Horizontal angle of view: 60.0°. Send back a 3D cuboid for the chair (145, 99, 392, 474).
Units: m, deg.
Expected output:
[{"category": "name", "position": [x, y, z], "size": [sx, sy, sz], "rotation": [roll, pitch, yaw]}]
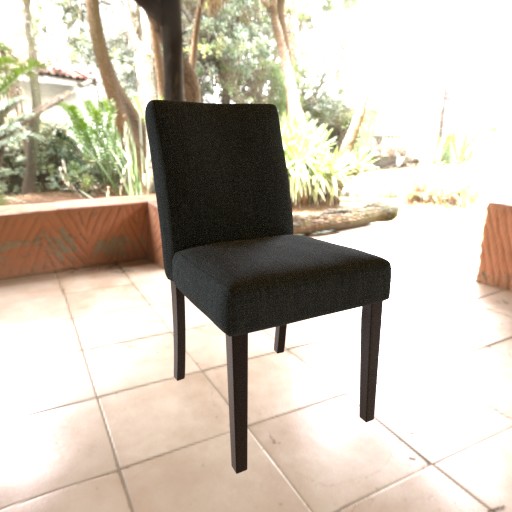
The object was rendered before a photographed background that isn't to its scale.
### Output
[{"category": "chair", "position": [0.000, 0.000, 1.299], "size": [0.487, 0.884, 0.629], "rotation": [-8, 18, -28]}]
